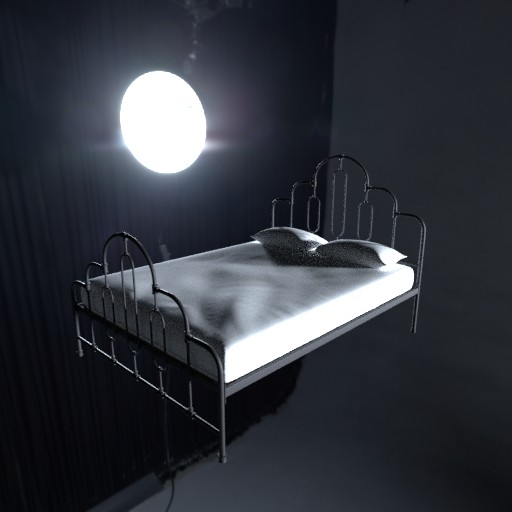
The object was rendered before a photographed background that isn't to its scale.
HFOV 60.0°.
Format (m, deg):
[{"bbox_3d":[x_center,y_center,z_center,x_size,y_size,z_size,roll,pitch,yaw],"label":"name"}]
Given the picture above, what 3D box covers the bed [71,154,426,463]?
[{"bbox_3d":[0.000,0.000,3.318,1.640,1.429,2.163,14,20,42],"label":"bed"}]
